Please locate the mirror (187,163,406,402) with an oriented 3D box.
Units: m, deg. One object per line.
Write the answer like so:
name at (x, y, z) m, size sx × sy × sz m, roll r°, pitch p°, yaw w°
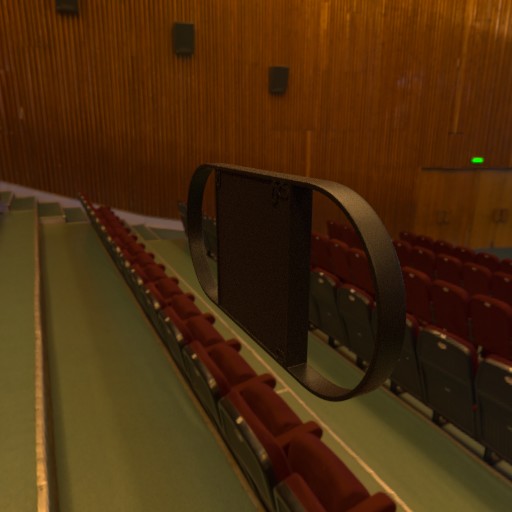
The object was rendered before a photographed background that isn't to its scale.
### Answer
mirror at (0.000, 0.000, 0.668) m, size 0.032 × 0.254 × 0.584 m, roll -8°, pitch 17°, yaw -25°
